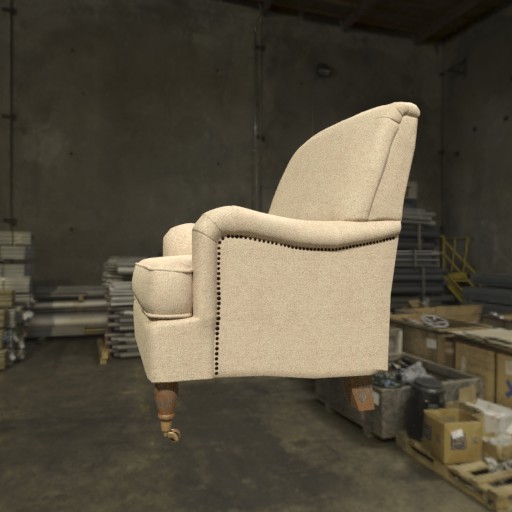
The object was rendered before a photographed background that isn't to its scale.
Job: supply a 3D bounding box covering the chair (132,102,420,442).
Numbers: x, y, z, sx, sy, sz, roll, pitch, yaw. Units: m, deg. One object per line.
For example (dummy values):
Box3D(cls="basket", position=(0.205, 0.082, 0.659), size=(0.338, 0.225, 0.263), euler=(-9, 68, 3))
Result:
Box3D(cls="chair", position=(0.000, 0.000, 1.803), size=(0.953, 1.119, 0.879), euler=(0, 0, -18))
